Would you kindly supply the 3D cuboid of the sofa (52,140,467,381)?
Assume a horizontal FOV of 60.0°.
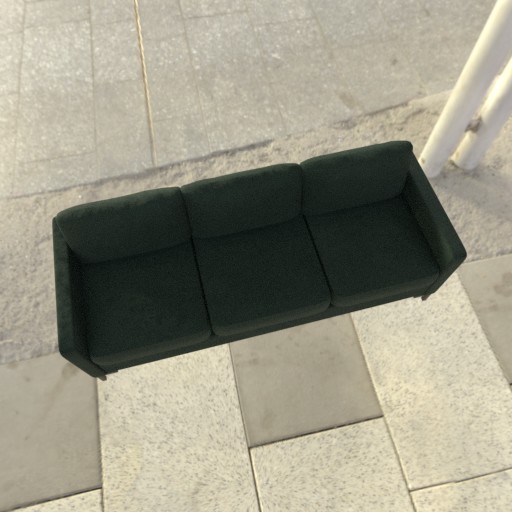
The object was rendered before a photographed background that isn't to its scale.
[{"bbox_3d":[0.000,0.000,2.682,2.218,0.870,0.859,-13,63,-7],"label":"sofa"}]
